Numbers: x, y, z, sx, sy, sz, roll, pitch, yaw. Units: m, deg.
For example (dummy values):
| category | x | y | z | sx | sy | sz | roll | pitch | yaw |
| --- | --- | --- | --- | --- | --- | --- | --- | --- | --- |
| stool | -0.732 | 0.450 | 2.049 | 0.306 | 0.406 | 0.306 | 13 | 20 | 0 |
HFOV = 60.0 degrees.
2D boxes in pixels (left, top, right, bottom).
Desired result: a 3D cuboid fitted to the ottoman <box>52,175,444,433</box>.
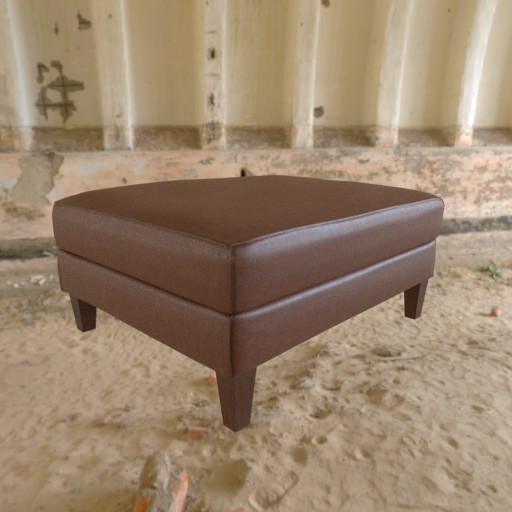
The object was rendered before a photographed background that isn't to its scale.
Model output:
| category | x | y | z | sx | sy | sz | roll | pitch | yaw |
| --- | --- | --- | --- | --- | --- | --- | --- | --- | --- |
| ottoman | 0.000 | 0.000 | 1.445 | 0.836 | 0.472 | 0.987 | 14 | 20 | 42 |
